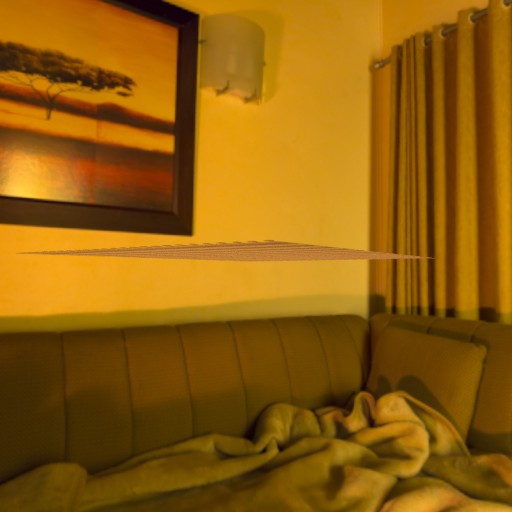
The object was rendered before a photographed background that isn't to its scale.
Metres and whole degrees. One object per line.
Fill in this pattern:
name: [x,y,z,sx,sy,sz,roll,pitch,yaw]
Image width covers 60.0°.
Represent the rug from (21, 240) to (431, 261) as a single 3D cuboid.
rug: [0.000,0.000,4.108,2.439,0.005,3.201,-2,-3,35]
